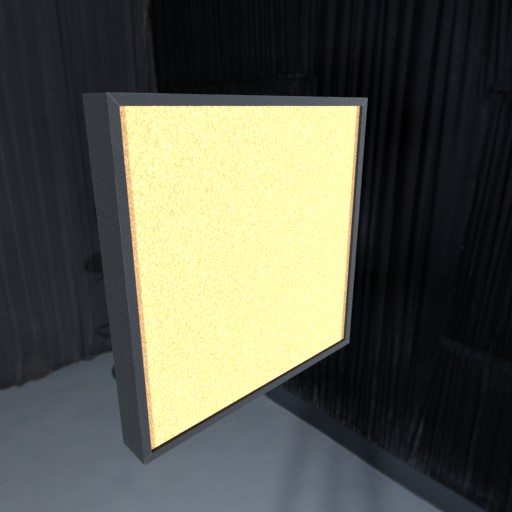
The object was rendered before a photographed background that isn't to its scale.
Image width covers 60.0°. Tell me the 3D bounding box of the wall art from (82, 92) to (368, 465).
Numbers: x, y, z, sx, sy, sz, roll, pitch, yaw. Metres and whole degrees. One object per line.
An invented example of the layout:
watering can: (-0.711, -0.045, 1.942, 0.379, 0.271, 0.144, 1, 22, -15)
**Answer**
wall art: (0.000, 0.000, 0.450, 0.305, 0.305, 0.037, -17, 25, -41)
